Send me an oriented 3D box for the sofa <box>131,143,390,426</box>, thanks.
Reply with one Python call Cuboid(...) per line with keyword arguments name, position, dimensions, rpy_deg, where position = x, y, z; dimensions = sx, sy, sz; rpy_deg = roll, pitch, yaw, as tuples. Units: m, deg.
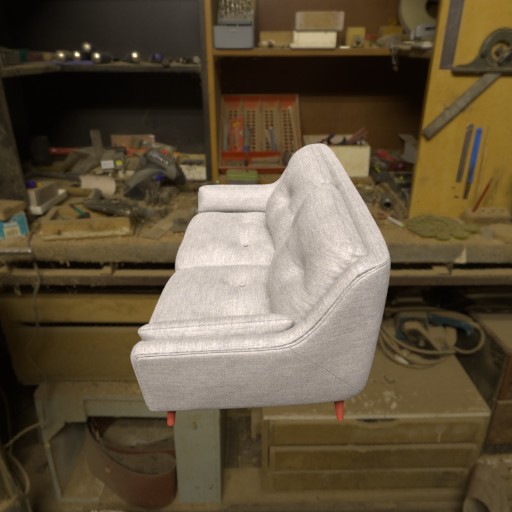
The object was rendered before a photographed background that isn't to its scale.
Cuboid(name="sofa", position=(0.000, 0.000, 2.440), dimensions=(0.976, 0.897, 1.930), rpy_deg=(0, 26, 1))
